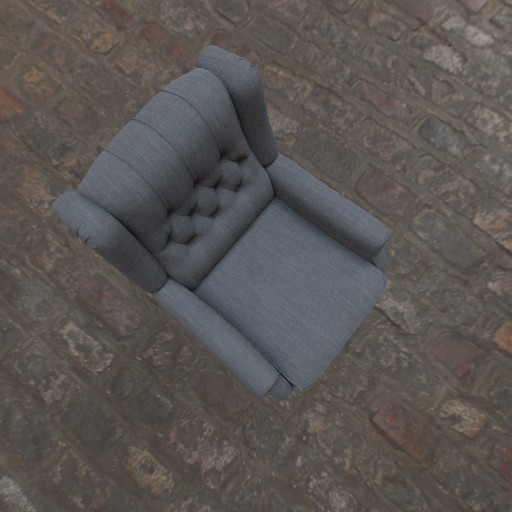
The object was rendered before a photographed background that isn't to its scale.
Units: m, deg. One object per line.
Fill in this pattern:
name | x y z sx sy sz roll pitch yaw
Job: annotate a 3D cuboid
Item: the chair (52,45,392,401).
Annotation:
chair | 0.000 0.000 1.602 0.898 1.035 0.742 39 80 9
